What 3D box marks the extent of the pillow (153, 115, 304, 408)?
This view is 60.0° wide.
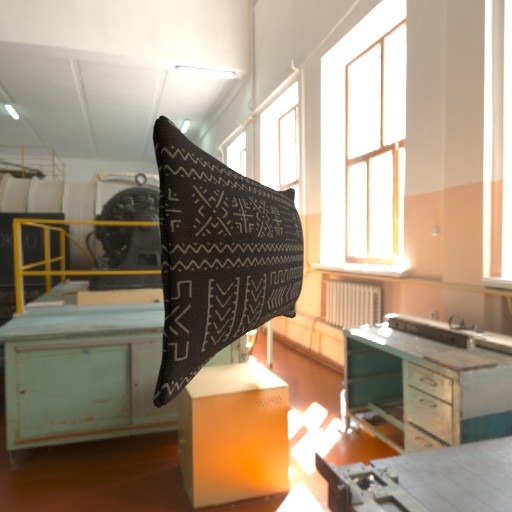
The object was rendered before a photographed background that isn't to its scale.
[{"bbox_3d":[0.000,0.000,0.794,0.135,0.322,0.667,0,1,18],"label":"pillow"}]
